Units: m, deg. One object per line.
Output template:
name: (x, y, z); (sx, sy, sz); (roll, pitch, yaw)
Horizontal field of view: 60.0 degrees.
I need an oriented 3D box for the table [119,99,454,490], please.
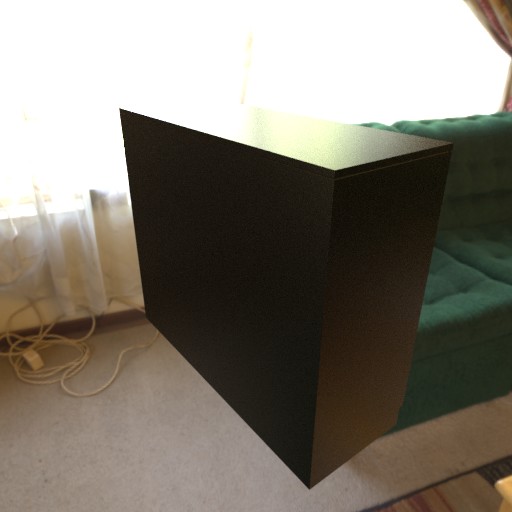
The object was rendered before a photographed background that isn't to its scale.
table: (0.000, 0.000, 1.338); (0.380, 0.790, 0.930); (-18, 32, -33)
